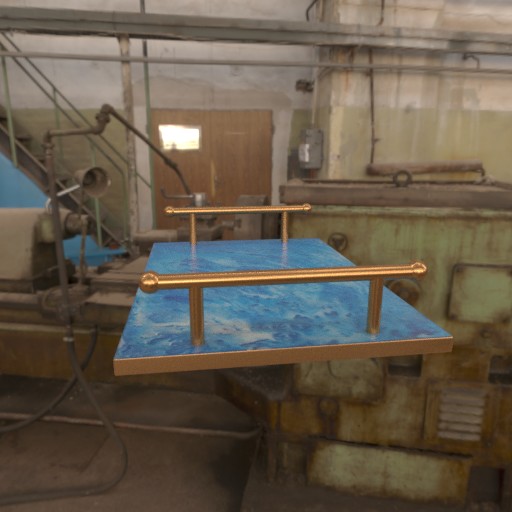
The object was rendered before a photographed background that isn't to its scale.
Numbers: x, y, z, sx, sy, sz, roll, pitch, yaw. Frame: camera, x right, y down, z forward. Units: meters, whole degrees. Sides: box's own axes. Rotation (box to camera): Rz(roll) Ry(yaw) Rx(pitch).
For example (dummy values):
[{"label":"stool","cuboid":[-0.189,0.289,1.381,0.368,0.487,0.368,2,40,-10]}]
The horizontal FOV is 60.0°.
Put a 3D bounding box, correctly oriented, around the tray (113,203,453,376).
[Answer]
[{"label":"tray","cuboid":[0.000,0.000,0.592,0.304,0.084,0.444,-2,14,-8]}]
